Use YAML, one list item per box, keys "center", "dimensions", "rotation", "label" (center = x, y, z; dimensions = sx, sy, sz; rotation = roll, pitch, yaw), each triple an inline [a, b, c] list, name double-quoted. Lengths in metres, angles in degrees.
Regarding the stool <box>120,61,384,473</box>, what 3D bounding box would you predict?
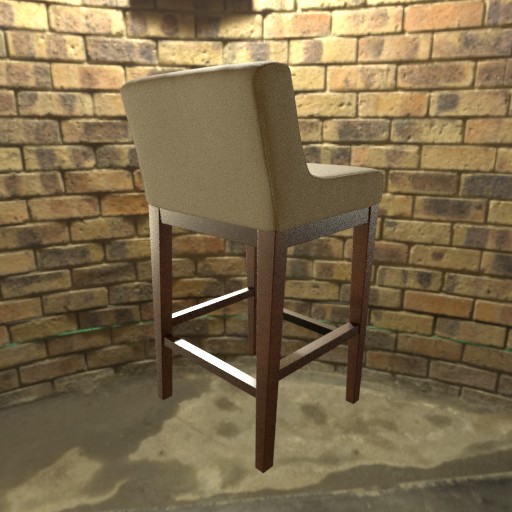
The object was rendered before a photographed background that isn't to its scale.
- center: [0.000, 0.000, 1.242]
  dimensions: [0.511, 0.937, 0.500]
  rotation: [15, 22, 43]
  label: "stool"
